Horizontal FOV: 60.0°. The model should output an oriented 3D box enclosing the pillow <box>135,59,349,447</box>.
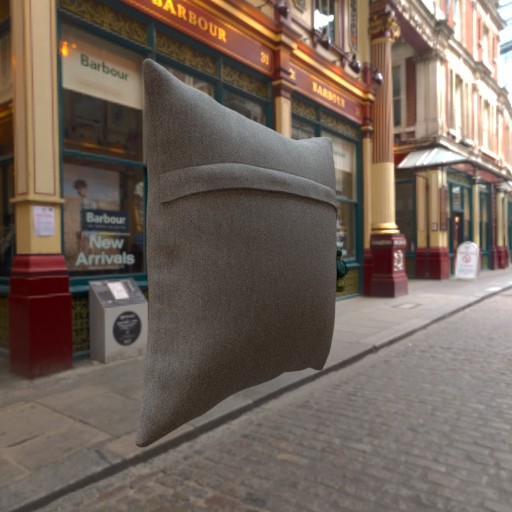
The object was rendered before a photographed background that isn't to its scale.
[{"bbox_3d":[0.000,0.000,0.664,0.173,0.436,0.433,1,1,37],"label":"pillow"}]
